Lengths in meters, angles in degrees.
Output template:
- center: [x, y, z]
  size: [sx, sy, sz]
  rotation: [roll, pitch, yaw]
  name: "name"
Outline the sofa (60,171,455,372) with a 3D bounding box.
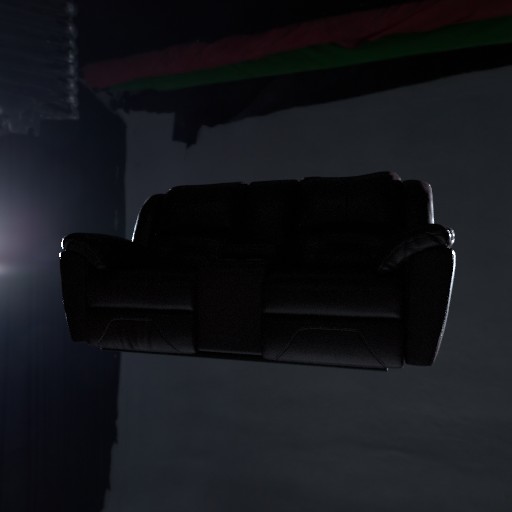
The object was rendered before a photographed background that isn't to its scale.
- center: [0.000, 0.000, 2.590]
  size: [2.058, 1.043, 0.991]
  rotation: [0, -1, 19]
  name: "sofa"
